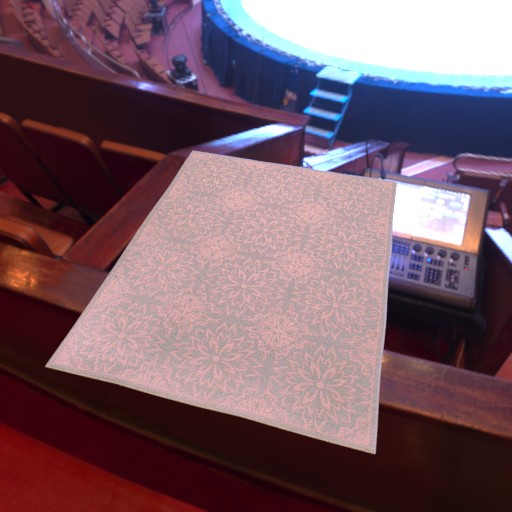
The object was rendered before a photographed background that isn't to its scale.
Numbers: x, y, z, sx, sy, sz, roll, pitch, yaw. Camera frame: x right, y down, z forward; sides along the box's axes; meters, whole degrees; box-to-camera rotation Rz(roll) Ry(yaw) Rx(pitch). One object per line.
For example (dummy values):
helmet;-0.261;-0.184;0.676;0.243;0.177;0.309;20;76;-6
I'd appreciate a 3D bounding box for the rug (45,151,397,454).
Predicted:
rug;0.000;0.000;4.005;2.363;0.012;2.980;11;46;11
